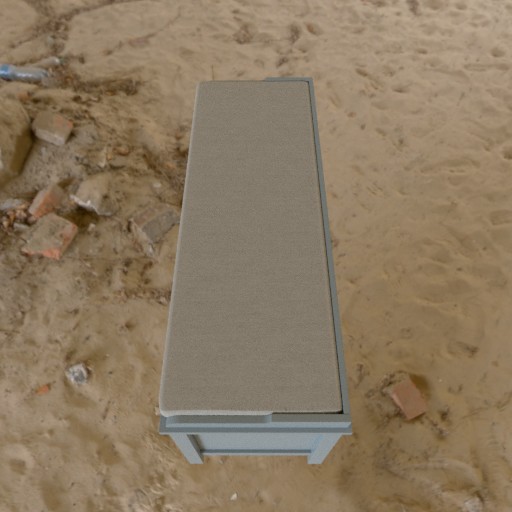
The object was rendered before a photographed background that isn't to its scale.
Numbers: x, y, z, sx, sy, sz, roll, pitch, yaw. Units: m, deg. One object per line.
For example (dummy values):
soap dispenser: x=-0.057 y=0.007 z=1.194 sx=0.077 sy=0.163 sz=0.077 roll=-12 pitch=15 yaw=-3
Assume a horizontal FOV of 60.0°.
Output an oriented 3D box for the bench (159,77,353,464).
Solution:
bench: x=0.000 y=0.000 z=1.393 sx=0.398 sy=0.501 sz=1.140 roll=0 pitch=56 yaw=0
